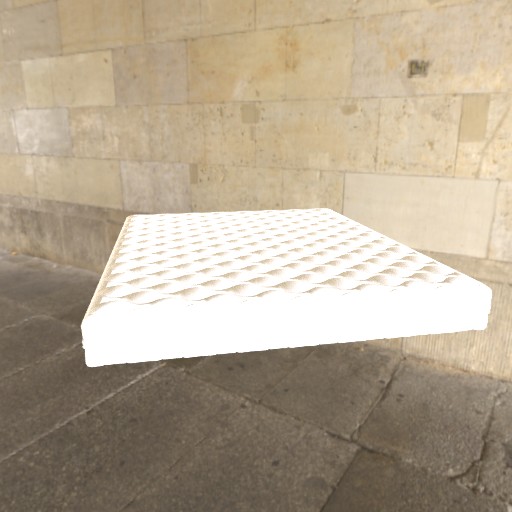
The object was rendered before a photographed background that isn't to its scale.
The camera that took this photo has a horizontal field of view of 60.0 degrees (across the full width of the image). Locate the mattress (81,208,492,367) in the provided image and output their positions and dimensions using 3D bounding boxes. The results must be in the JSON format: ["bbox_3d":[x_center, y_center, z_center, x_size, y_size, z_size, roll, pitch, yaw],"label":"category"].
[{"bbox_3d":[0.000,0.000,2.567,1.600,0.200,1.900,-3,16,-11],"label":"mattress"}]
